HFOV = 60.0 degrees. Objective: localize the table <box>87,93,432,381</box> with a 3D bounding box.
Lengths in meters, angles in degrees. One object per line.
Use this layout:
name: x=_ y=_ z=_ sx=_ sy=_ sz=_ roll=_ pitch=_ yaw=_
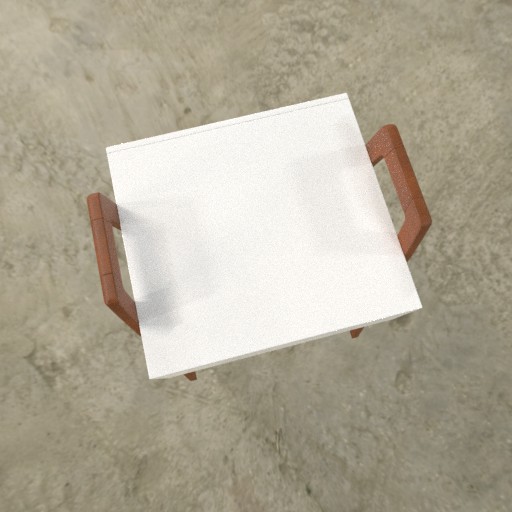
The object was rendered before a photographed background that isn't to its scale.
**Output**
table: x=0.000 y=0.000 z=0.905 sx=0.457 sy=0.610 sz=0.405 roll=-14 pitch=76 yaw=-4
